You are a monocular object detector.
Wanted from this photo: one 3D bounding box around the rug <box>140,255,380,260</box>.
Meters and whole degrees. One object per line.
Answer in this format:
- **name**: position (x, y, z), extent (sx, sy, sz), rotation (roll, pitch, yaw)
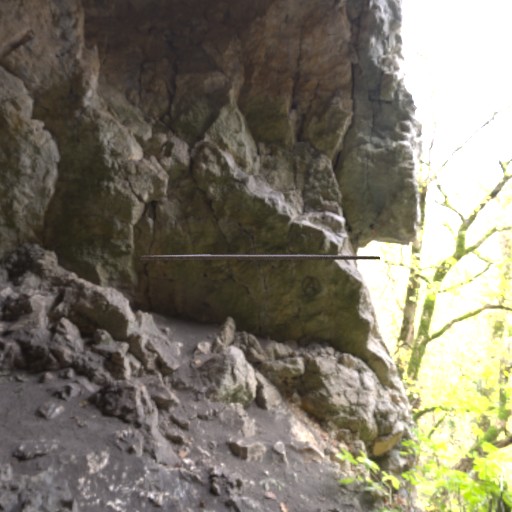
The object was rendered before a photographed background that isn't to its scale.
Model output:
- **rug**: position (0.000, 0.000, 2.634), extent (0.775, 0.012, 2.452), rotation (0, 0, -1)
